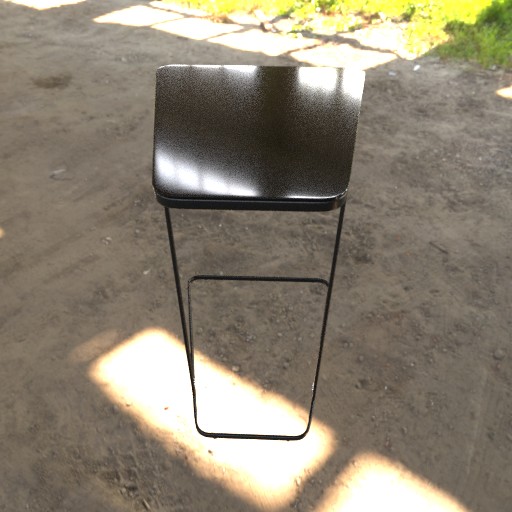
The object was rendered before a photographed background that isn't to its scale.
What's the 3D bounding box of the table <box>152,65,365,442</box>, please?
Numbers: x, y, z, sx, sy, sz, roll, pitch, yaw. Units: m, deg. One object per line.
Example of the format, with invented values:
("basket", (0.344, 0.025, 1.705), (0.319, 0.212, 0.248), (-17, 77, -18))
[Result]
("table", (0.000, 0.000, 0.944), (0.427, 0.624, 0.500), (1, 41, 2))
